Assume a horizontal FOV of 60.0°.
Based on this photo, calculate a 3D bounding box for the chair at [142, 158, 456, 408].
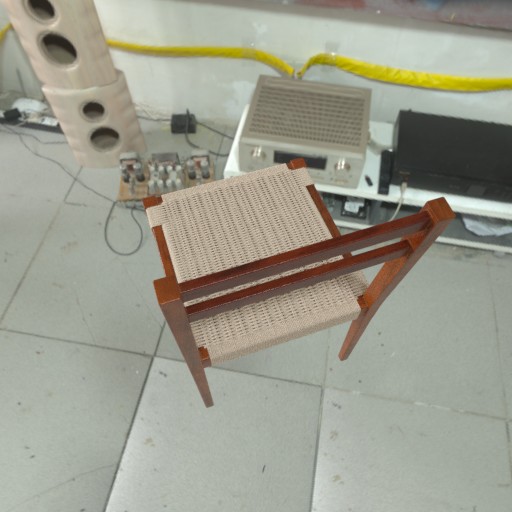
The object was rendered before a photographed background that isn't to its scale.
[{"bbox_3d":[0.000,0.000,1.174,0.495,0.851,0.569,-16,59,-10],"label":"chair"}]
